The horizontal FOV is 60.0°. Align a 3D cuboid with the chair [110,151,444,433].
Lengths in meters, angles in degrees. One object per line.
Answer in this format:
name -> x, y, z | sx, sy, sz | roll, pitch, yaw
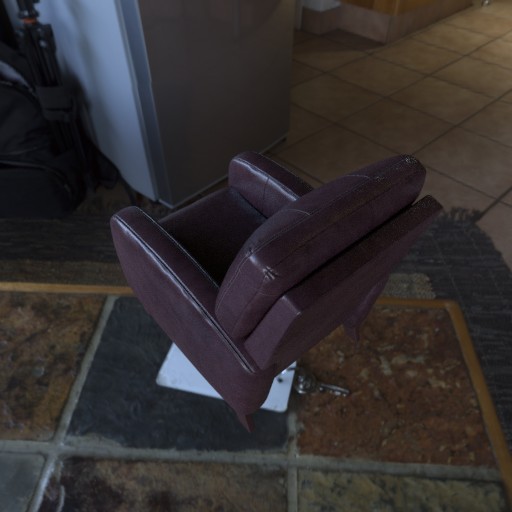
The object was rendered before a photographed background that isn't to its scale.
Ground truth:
chair -> 0.000, 0.000, 1.691 | 0.762, 0.990, 0.990 | -32, 54, -27
